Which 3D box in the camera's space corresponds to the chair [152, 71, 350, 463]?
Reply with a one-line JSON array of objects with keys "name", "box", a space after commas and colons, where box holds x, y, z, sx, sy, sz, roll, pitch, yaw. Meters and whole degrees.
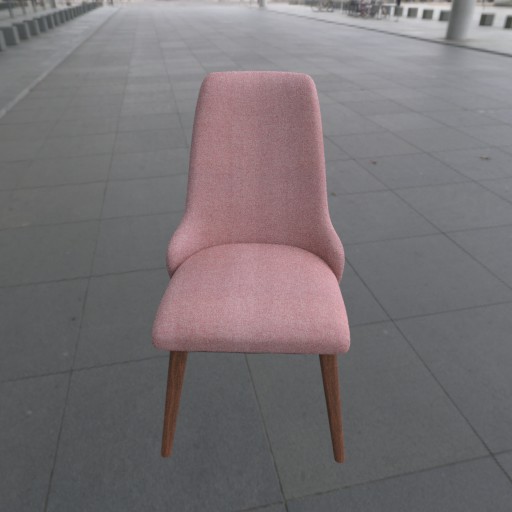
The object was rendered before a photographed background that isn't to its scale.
[{"name": "chair", "box": [0.000, 0.000, 1.307, 0.535, 0.918, 0.707, 1, 31, 2]}]
